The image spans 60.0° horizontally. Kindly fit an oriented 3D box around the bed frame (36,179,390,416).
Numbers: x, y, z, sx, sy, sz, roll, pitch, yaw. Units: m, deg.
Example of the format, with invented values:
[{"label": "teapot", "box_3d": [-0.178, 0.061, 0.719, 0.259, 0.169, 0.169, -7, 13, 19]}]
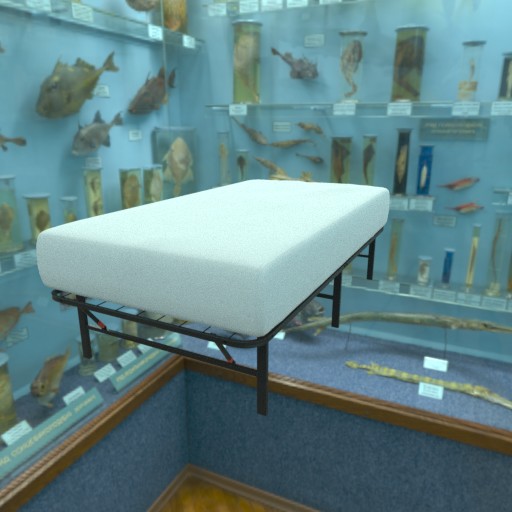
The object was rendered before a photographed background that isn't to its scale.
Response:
[{"label": "bed frame", "box_3d": [0.000, 0.000, 2.398, 1.025, 0.640, 1.908, 8, 19, 26]}]
